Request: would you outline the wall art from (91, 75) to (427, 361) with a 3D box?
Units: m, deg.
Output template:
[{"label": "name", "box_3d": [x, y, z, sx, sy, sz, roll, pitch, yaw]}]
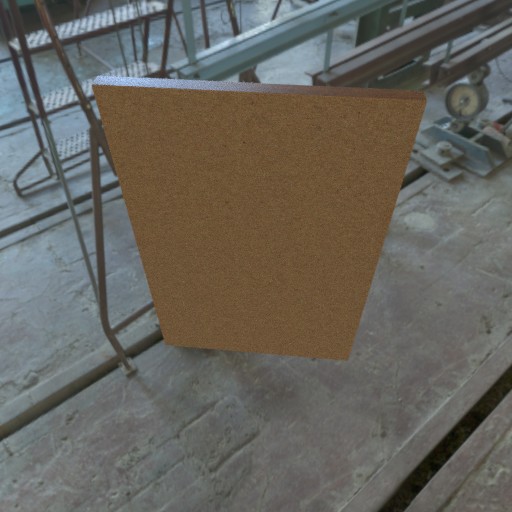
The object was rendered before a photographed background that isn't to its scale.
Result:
[{"label": "wall art", "box_3d": [0.000, 0.000, 1.150, 0.610, 0.914, 0.037, 4, 48, 4]}]
